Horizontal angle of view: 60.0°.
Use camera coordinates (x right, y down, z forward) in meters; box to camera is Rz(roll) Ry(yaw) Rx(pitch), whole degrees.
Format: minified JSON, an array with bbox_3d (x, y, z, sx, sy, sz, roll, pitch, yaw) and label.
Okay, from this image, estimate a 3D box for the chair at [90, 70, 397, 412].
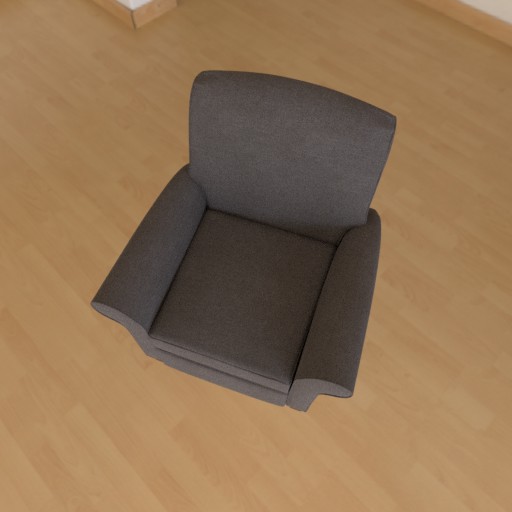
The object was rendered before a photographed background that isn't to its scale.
[{"bbox_3d":[0.000,0.000,1.796,0.978,1.061,0.905,17,61,10],"label":"chair"}]
